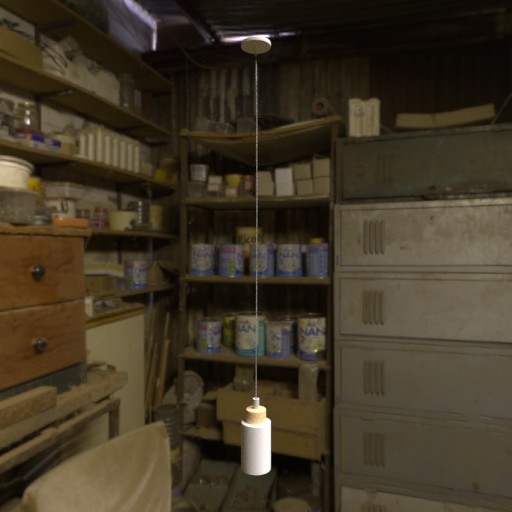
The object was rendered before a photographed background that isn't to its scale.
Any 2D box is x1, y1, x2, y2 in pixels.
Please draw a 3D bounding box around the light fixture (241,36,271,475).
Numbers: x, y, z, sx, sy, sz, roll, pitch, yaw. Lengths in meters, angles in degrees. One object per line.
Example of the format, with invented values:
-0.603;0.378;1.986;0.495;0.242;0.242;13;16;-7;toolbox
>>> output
0.000;0.000;1.877;0.125;1.798;0.125;0;0;20;light fixture
